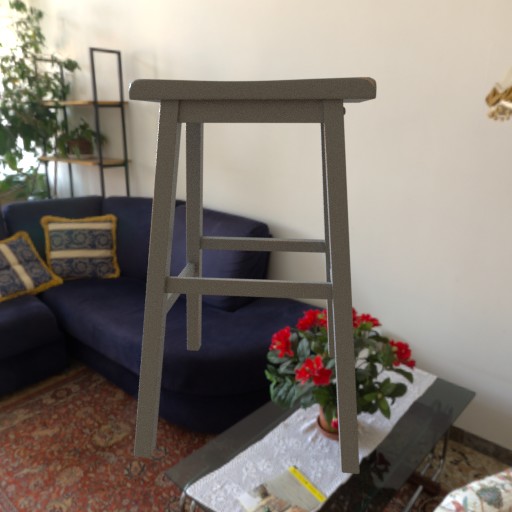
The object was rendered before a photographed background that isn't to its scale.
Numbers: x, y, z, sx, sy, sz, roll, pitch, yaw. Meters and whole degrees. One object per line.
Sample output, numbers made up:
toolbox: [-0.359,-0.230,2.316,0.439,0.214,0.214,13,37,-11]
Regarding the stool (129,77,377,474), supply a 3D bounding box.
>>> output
stool: [0.000,0.000,1.009,0.457,0.737,0.476,2,17,6]
